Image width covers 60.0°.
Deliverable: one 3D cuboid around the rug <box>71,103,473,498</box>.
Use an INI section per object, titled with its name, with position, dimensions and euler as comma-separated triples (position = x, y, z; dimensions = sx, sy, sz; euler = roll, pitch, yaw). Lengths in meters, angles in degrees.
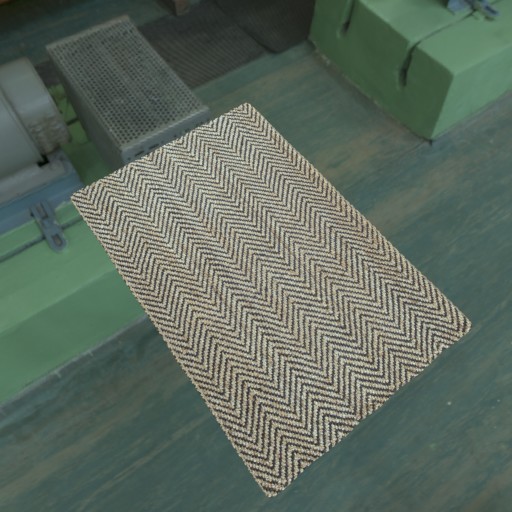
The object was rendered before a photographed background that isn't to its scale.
[rug]
position = 0.000, 0.000, 2.265
dimensions = 1.219, 0.008, 1.828
euler = -33, 67, -16
